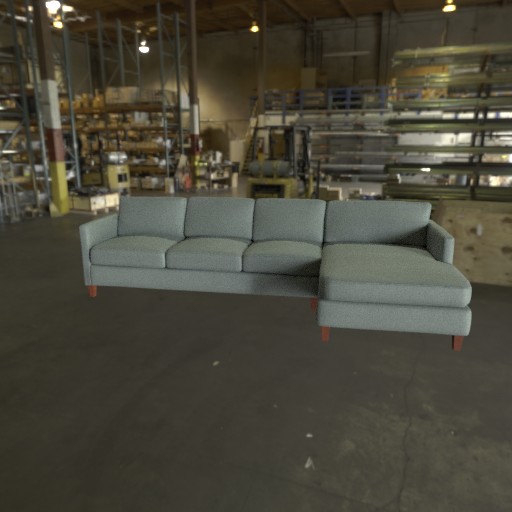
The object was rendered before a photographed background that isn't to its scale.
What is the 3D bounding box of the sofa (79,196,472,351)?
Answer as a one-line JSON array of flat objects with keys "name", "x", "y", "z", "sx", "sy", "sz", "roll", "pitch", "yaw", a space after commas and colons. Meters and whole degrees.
[{"name": "sofa", "x": 0.000, "y": 0.000, "z": 4.165, "sx": 3.471, "sy": 0.950, "sz": 1.604, "roll": 2, "pitch": 14, "yaw": 9}]
